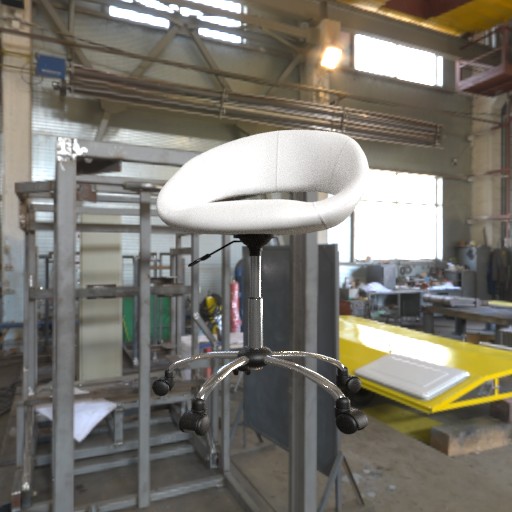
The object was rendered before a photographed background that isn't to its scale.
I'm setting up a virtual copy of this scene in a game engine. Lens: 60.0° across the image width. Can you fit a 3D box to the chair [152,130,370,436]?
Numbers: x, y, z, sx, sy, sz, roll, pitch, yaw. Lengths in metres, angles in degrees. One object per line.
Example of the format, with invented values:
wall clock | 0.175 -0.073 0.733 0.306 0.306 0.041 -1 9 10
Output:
chair | 0.000 0.000 1.196 0.612 0.791 0.538 0 0 20
